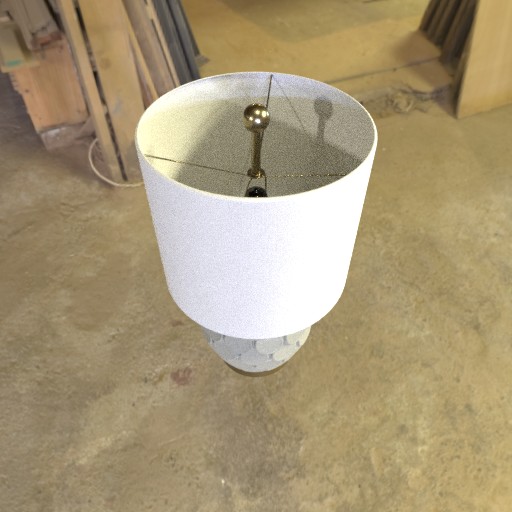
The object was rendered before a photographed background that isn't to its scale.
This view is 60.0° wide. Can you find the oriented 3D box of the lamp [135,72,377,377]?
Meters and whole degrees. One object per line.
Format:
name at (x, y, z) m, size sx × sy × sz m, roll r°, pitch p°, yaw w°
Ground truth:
lamp at (0.000, 0.000, 0.619) m, size 0.254 × 0.452 × 0.254 m, roll 0°, pitch 47°, yaw 0°
